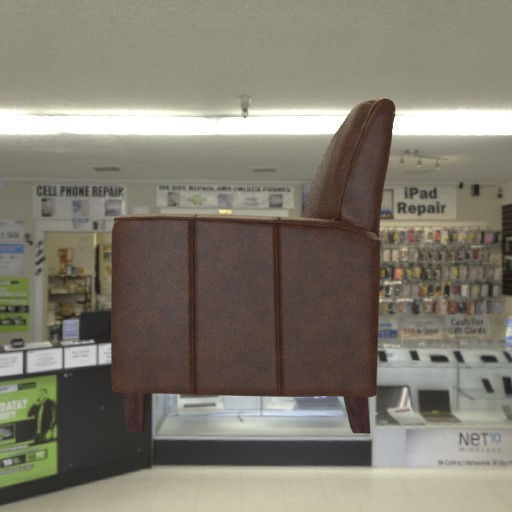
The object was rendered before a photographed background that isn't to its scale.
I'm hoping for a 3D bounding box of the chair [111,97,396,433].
[{"bbox_3d":[0.000,0.000,1.633,0.850,1.010,0.839,0,0,1],"label":"chair"}]
